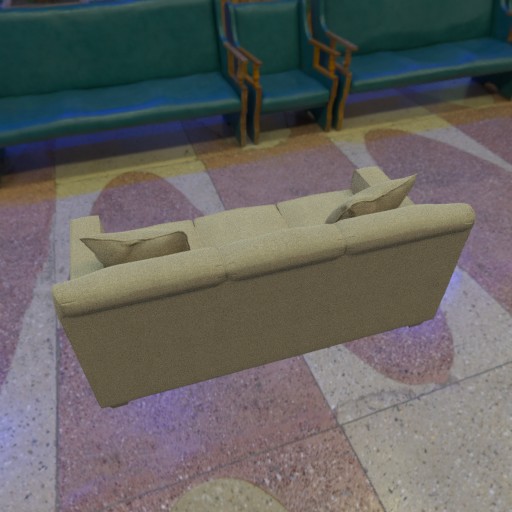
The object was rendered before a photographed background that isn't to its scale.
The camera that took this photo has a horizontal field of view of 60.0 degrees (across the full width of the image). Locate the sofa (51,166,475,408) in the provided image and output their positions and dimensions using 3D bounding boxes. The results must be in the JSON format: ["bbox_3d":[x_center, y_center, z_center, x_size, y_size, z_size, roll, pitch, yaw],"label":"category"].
[{"bbox_3d":[0.000,0.000,2.595,2.024,0.958,0.997,-12,44,-13],"label":"sofa"}]
